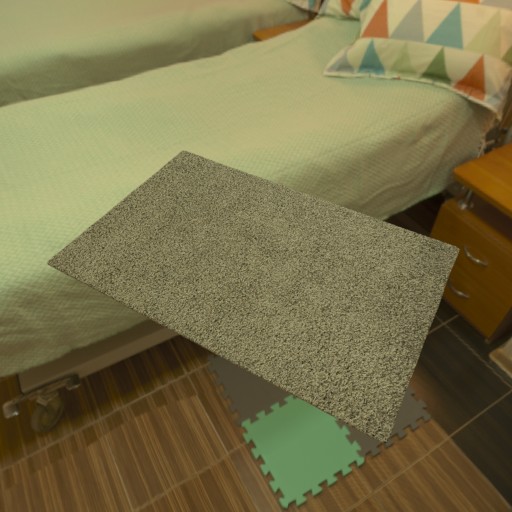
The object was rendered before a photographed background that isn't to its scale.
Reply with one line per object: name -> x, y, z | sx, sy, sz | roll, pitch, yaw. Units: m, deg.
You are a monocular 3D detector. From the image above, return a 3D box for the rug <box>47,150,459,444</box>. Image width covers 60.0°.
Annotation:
rug -> 0.000, 0.000, 3.495 | 2.743, 0.030, 1.778 | 23, 51, 20
